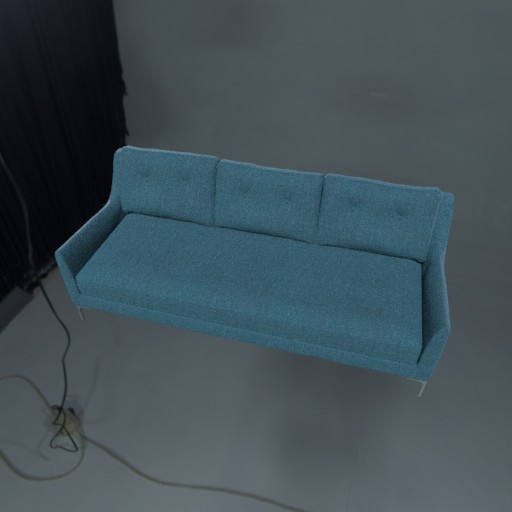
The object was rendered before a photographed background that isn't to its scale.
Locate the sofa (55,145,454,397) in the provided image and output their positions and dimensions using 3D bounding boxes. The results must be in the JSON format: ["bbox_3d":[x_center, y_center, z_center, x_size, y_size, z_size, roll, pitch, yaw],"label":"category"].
[{"bbox_3d":[0.000,0.000,2.557,2.060,0.837,0.849,10,42,11],"label":"sofa"}]
